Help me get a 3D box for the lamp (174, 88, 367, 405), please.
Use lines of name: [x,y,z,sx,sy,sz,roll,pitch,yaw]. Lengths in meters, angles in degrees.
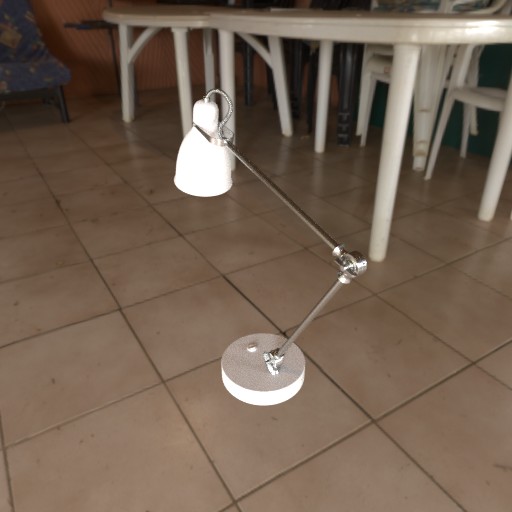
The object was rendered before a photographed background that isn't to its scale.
lamp: [0.000,0.000,0.883,0.187,0.587,0.561,-18,35,-28]
